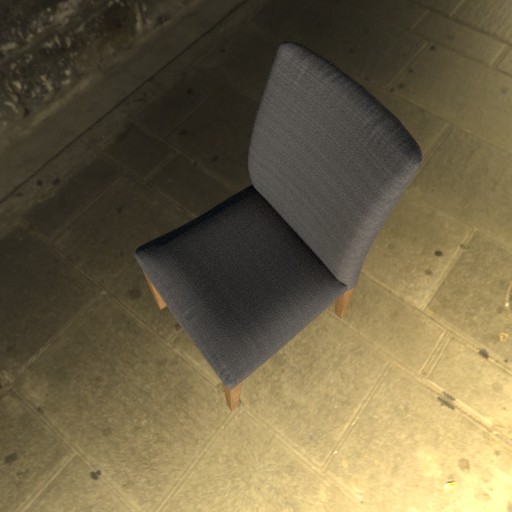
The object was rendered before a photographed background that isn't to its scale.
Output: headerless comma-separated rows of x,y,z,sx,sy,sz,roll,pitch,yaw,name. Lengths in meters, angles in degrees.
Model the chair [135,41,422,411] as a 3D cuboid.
0.000,0.000,1.281,0.585,0.940,0.496,-34,69,-15,chair
